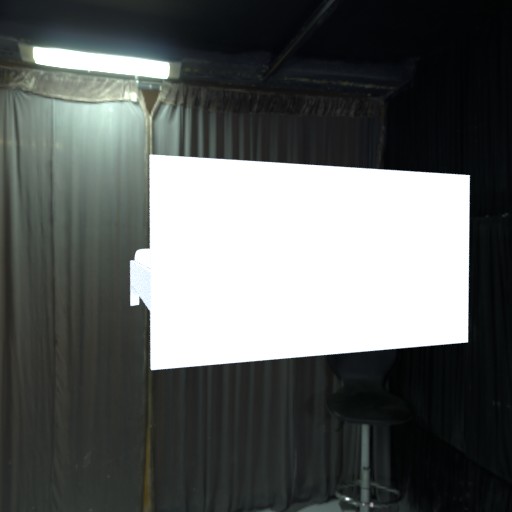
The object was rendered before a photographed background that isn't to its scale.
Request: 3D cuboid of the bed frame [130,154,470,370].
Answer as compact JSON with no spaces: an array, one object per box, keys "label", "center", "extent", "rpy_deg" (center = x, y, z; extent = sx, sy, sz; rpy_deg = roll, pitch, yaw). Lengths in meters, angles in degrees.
[{"label":"bed frame","center":[0.000,0.000,2.807],"extent":[1.490,0.800,1.950],"rpy_deg":[0,1,-19]}]
